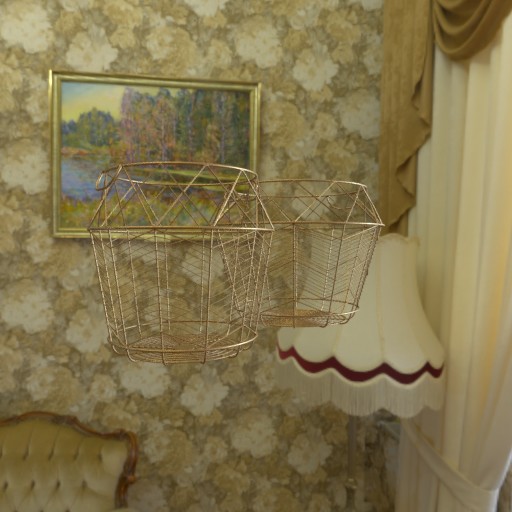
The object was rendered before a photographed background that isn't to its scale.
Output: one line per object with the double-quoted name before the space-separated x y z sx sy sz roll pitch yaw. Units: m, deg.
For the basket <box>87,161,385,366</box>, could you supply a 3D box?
"basket" 0.000 0.000 1.025 0.451 0.343 0.805 1 2 36
